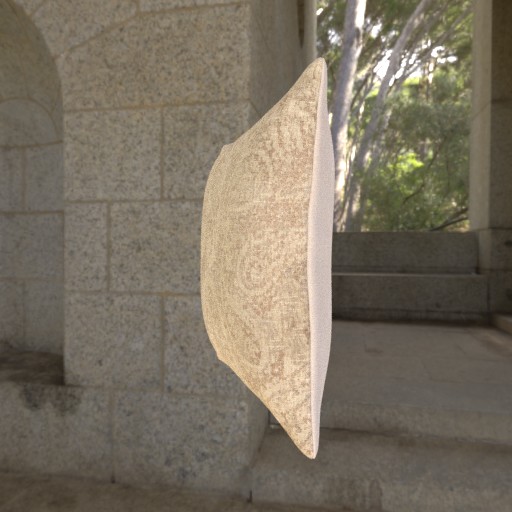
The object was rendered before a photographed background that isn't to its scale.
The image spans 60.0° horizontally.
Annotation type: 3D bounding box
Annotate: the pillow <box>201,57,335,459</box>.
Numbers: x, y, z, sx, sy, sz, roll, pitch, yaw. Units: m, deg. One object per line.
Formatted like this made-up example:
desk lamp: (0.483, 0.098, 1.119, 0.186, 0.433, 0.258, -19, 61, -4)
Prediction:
pillow: (0.000, 0.000, 0.808, 0.166, 0.510, 0.523, 0, 1, -18)
